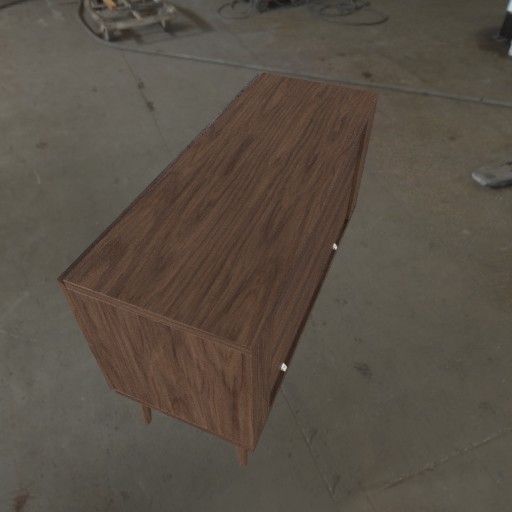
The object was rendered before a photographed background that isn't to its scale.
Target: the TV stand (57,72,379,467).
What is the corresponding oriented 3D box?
[{"bbox_3d":[0.000,0.000,1.336,0.405,0.660,0.990,17,48,16],"label":"TV stand"}]
